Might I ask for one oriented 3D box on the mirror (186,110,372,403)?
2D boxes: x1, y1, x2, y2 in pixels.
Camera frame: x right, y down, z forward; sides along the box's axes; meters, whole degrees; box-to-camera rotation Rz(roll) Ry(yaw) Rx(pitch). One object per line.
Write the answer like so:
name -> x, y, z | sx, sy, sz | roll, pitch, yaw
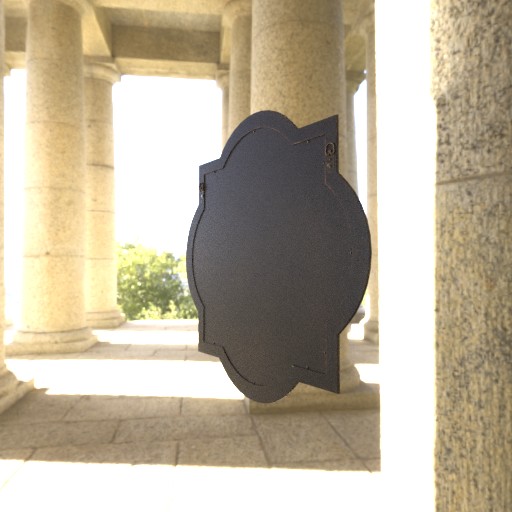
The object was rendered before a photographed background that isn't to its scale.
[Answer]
mirror -> 0.000, 0.000, 1.087 | 0.019, 0.686, 0.686 | 1, -2, -37
